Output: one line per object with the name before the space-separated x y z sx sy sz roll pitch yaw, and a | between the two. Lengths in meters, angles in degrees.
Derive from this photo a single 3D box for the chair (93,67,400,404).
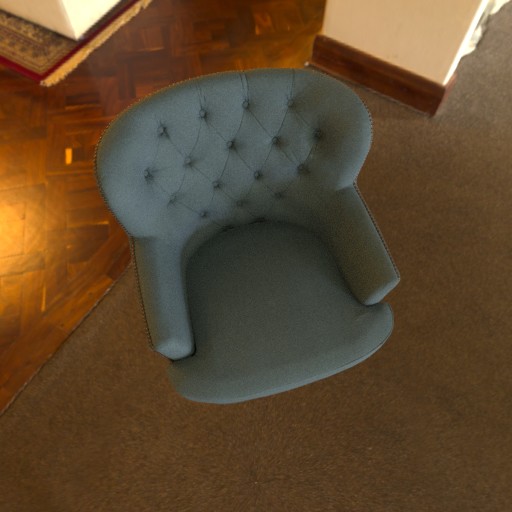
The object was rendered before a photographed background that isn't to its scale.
chair | 0.000 0.000 1.562 0.848 0.868 0.906 -15 64 -7
